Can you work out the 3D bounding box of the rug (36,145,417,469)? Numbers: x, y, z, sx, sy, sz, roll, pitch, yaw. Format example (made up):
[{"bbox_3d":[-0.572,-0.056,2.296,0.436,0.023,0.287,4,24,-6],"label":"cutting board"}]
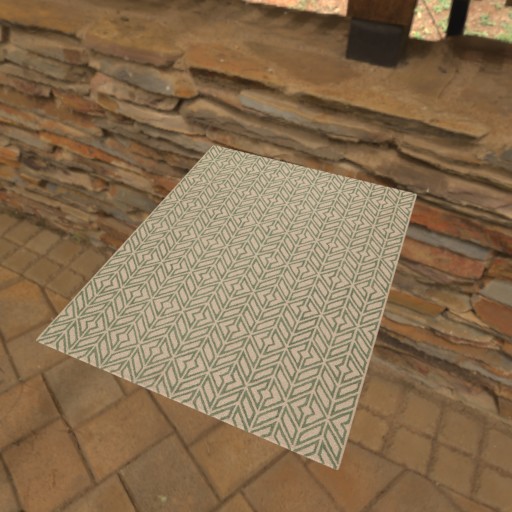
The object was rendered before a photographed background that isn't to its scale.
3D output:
[{"bbox_3d":[0.000,0.000,4.101,2.441,0.017,3.050,17,48,16],"label":"rug"}]
